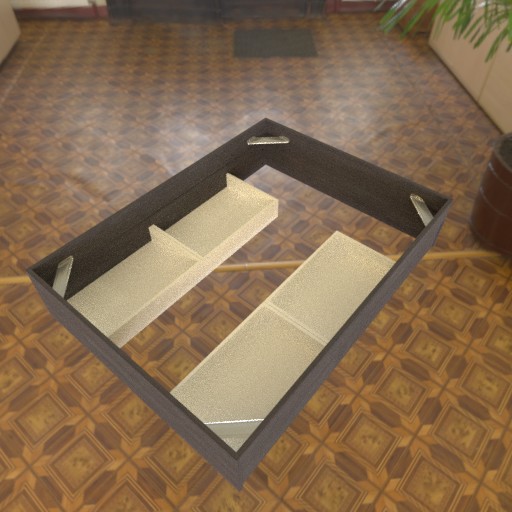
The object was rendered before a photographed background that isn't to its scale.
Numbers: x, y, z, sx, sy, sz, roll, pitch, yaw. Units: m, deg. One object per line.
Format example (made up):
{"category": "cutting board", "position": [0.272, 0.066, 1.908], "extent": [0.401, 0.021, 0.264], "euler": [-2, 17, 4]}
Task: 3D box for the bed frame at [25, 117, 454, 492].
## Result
{"category": "bed frame", "position": [0.000, 0.000, 2.596], "extent": [1.448, 0.459, 1.944], "euler": [32, 55, 26]}
